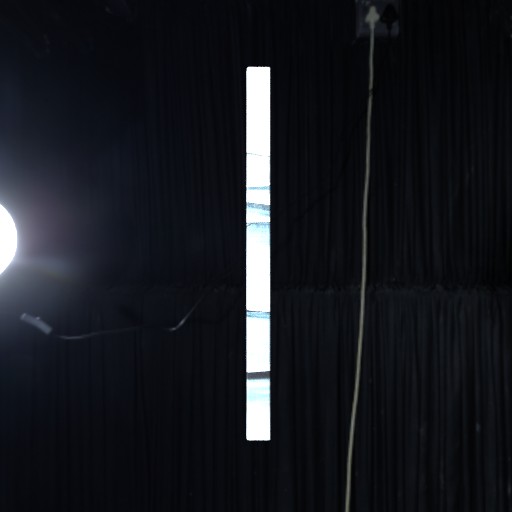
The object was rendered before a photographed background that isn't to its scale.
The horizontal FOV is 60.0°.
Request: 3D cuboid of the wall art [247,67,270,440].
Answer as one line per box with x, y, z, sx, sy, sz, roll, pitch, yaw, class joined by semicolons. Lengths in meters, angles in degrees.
0.000;0.000;1.178;0.039;0.609;0.914;0;-1;-1;wall art
